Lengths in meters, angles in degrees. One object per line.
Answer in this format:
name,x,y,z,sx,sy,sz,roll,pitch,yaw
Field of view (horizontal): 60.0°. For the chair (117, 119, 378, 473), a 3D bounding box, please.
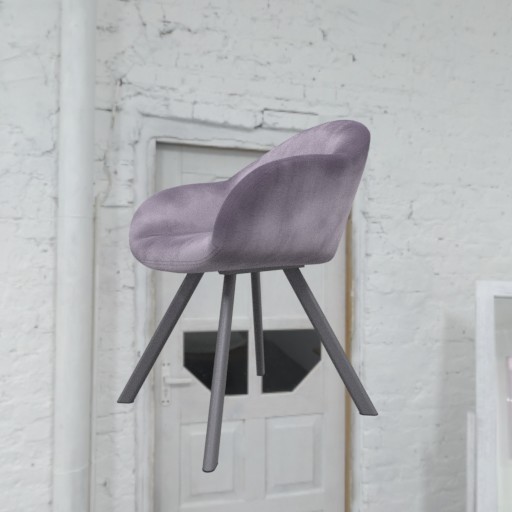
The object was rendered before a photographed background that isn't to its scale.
chair,0.000,0.000,1.185,0.590,0.795,0.550,0,1,-36
